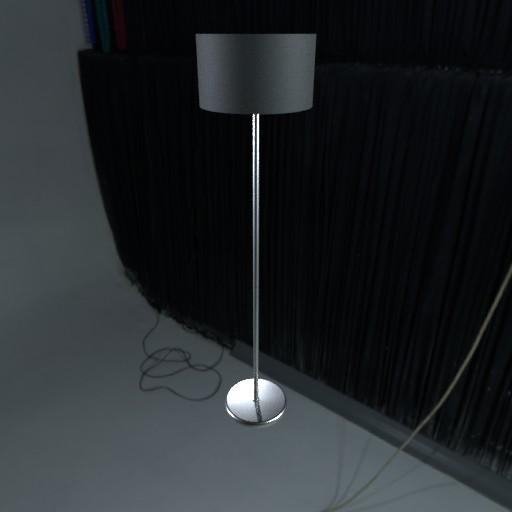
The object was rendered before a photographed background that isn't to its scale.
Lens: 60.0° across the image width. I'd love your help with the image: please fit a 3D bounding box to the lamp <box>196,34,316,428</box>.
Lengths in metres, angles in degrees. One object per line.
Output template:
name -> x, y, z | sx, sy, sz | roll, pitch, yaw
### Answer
lamp -> 0.000, 0.000, 1.612 | 0.348, 1.443, 0.348 | 18, 32, 32
